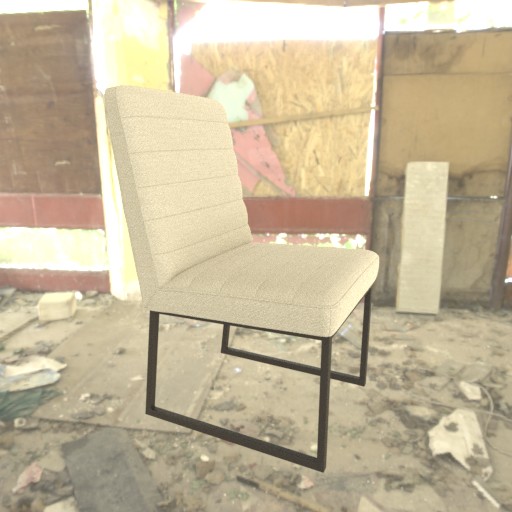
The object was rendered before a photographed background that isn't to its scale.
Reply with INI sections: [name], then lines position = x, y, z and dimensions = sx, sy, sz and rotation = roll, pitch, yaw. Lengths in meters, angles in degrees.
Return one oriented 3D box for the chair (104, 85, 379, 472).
[chair]
position = 0.000, 0.000, 1.304
dimensions = 0.634, 0.930, 0.520
rotation = 7, 16, 25
